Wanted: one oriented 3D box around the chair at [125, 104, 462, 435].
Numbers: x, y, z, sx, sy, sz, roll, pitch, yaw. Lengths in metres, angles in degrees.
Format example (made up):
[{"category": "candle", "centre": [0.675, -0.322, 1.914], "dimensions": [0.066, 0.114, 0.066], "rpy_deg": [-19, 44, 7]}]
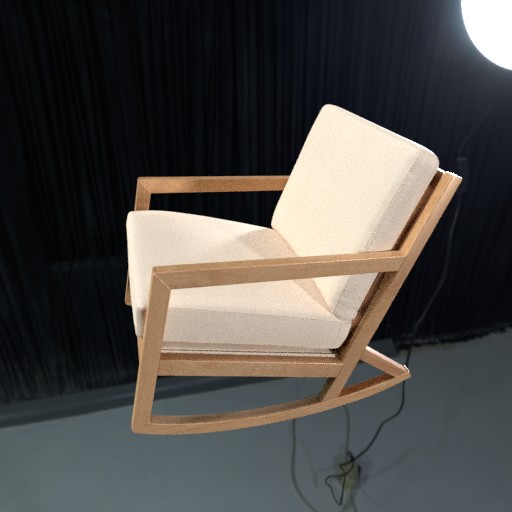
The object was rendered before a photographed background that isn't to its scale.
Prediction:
[{"category": "chair", "centre": [0.000, 0.000, 1.382], "dimensions": [0.857, 0.790, 0.622], "rpy_deg": [-8, 31, -14]}]
